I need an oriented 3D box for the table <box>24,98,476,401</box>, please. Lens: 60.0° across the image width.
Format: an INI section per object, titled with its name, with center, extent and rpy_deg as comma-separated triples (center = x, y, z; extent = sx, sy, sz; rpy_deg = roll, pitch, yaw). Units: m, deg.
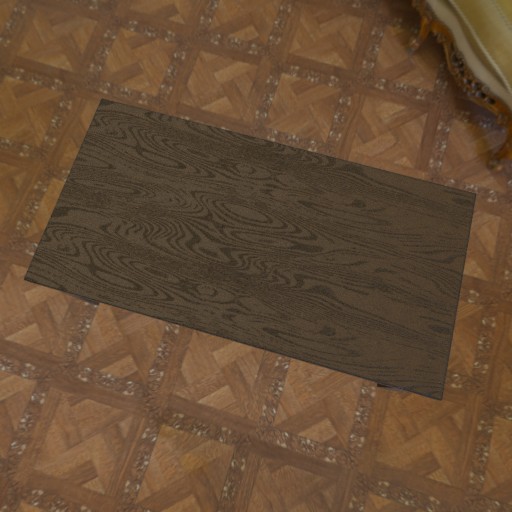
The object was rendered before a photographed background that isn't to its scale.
[table]
center = 0.000, 0.000, 2.501
extent = 1.981, 0.762, 1.016
rpy_deg = 15, 75, 4
